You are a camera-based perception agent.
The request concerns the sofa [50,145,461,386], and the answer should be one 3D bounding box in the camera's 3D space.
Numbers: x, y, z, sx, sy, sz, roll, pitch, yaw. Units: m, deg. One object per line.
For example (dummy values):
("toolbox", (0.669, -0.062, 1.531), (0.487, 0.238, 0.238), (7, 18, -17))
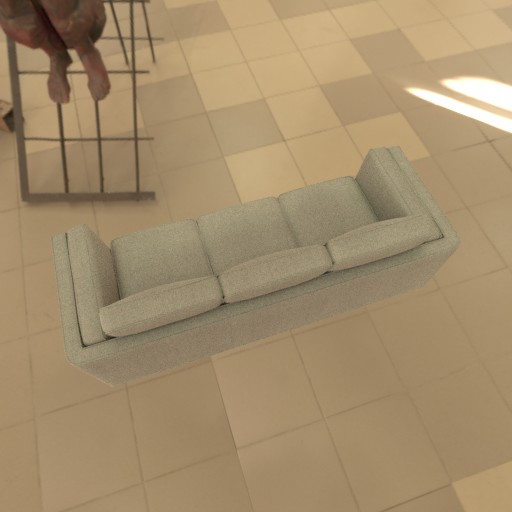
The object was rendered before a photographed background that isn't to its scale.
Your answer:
("sofa", (0.000, 0.000, 2.870), (2.362, 0.899, 0.903), (-16, 61, -9))
